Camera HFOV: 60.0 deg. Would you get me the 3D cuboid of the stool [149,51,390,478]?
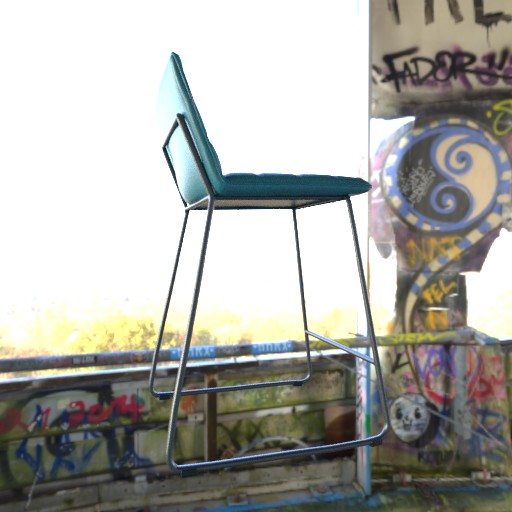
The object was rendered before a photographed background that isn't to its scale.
[{"bbox_3d":[0.000,0.000,1.169,0.524,0.866,0.489,0,1,-18],"label":"stool"}]
